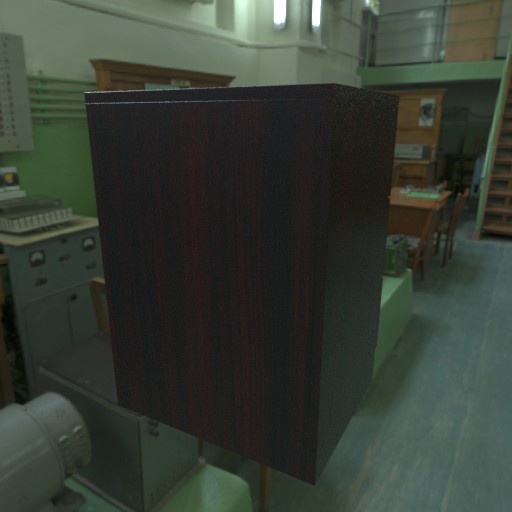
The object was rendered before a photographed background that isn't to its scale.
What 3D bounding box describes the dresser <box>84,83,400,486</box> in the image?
[{"bbox_3d":[0.000,0.000,0.817,0.400,0.560,0.360,9,20,28],"label":"dresser"}]
